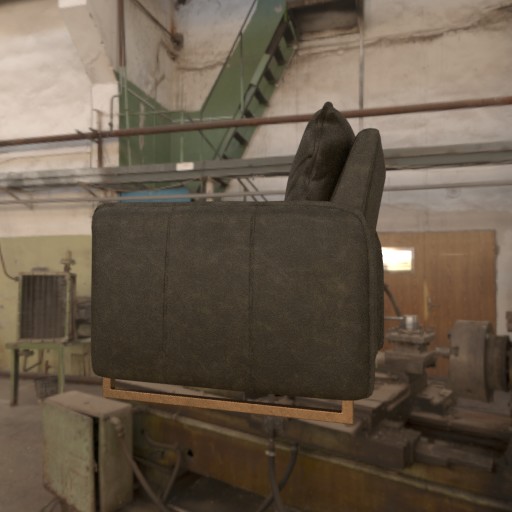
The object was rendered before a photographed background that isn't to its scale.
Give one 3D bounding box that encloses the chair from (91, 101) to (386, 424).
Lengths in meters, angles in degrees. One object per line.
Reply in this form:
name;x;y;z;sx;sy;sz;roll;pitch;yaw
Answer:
chair;0.000;0.000;1.654;0.921;0.921;0.830;0;-1;18
